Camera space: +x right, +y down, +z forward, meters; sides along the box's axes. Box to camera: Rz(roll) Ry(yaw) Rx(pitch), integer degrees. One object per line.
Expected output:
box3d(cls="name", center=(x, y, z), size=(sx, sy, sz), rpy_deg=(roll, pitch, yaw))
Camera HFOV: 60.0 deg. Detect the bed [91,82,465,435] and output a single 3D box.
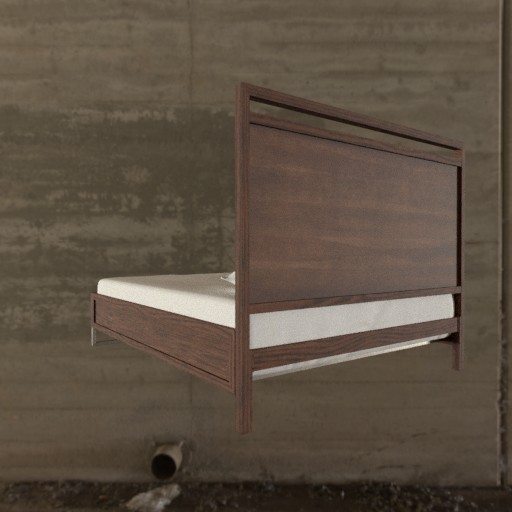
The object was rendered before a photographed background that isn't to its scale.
box3d(cls="bed", center=(0.000, 0.000, 3.277), size=(1.765, 1.487, 2.218), rpy_deg=(0, 1, -36))
